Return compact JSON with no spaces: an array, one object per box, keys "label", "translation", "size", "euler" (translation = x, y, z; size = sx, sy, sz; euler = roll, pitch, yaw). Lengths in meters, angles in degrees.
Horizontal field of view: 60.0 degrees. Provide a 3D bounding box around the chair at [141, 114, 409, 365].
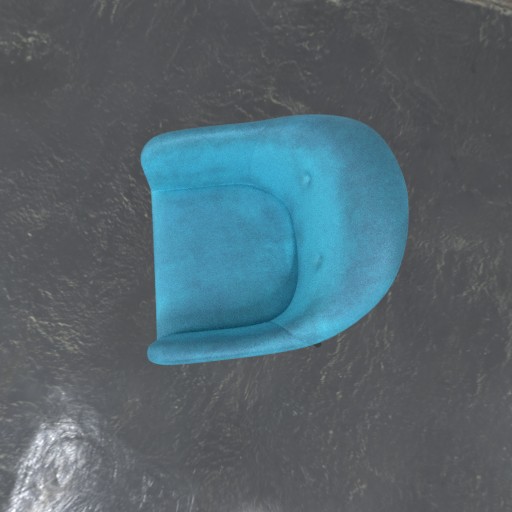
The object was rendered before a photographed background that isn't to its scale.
[{"label":"chair","translation":[0.000,0.000,1.178],"size":[0.570,0.780,0.540],"euler":[-6,74,-2]}]
